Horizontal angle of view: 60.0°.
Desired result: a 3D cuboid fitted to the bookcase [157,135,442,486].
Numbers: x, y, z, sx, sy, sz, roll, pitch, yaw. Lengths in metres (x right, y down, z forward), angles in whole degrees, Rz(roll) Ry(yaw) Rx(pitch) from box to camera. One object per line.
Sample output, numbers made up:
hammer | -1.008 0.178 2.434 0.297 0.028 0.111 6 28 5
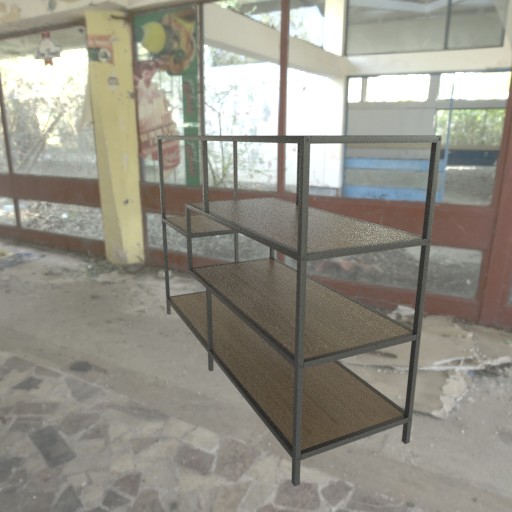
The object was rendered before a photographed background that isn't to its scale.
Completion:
bookcase | 0.000 0.000 1.486 0.350 0.780 1.140 -7 17 -25
